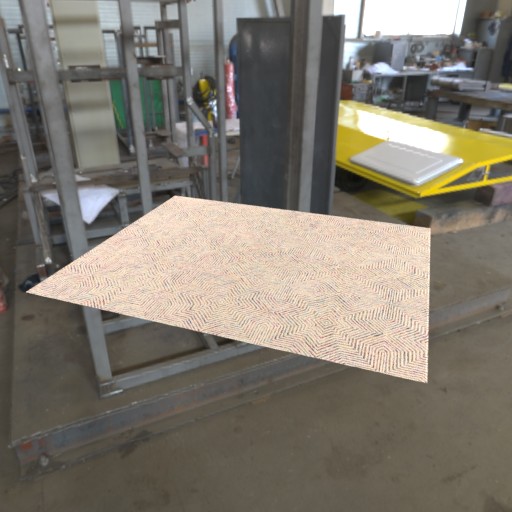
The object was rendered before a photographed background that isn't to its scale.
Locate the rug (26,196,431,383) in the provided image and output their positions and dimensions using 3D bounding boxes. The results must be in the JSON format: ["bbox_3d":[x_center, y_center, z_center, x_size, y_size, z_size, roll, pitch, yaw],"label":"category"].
[{"bbox_3d":[0.000,0.000,4.122,3.046,0.008,2.442,9,29,17],"label":"rug"}]
